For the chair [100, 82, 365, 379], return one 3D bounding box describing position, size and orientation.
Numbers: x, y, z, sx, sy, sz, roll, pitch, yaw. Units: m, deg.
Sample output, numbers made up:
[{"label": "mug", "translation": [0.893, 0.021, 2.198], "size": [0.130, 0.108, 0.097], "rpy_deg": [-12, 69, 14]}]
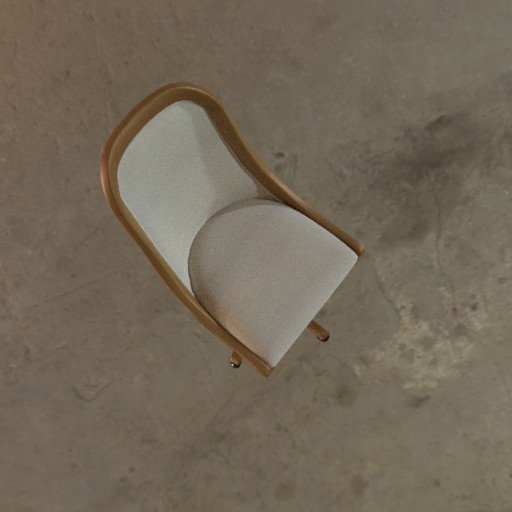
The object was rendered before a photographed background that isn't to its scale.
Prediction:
[{"label": "chair", "translation": [0.000, 0.000, 1.533], "size": [0.811, 1.009, 0.702], "rpy_deg": [38, 79, 9]}]
